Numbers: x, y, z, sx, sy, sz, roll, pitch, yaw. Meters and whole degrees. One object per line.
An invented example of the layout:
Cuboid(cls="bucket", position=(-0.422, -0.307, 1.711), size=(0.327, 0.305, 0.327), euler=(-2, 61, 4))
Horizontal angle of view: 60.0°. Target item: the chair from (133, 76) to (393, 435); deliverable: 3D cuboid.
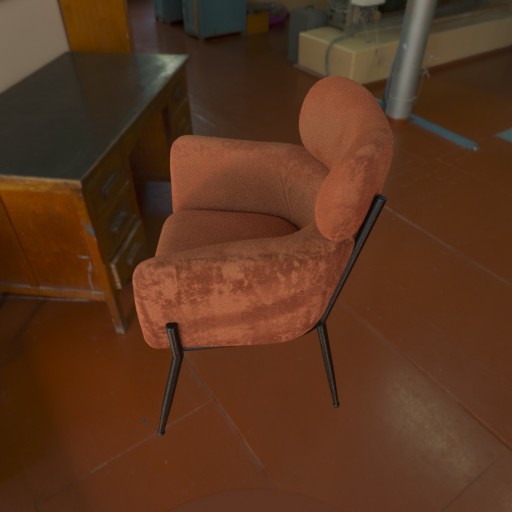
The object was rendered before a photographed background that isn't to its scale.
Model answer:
Cuboid(cls="chair", position=(0.000, 0.000, 1.105), size=(0.523, 0.772, 0.561), euler=(0, 41, 0))
